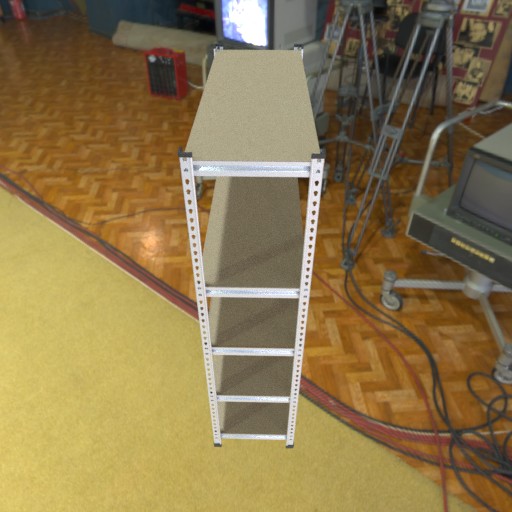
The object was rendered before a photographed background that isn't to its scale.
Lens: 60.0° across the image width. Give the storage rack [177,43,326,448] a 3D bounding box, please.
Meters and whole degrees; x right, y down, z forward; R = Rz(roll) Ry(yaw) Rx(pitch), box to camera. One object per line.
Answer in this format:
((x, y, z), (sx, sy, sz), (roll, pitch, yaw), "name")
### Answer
((0.000, 0.000, 2.401), (0.457, 1.829, 1.219), (1, 40, 1), "storage rack")
